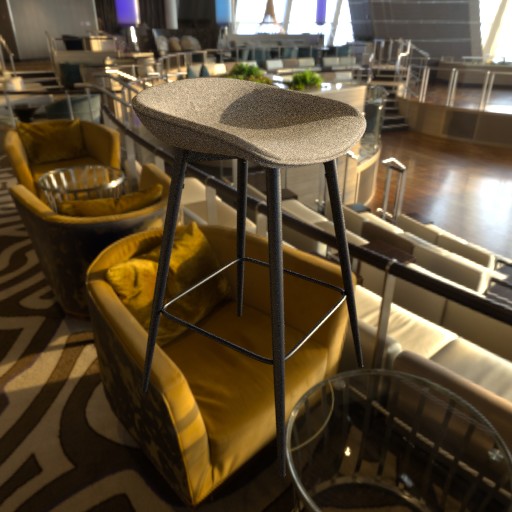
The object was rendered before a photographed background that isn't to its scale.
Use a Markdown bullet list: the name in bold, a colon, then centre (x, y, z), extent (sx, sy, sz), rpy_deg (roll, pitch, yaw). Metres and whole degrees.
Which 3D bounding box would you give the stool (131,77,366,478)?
- **stool**: centre (0.000, 0.000, 1.124), extent (0.480, 0.814, 0.469), rpy_deg (18, 32, 31)
